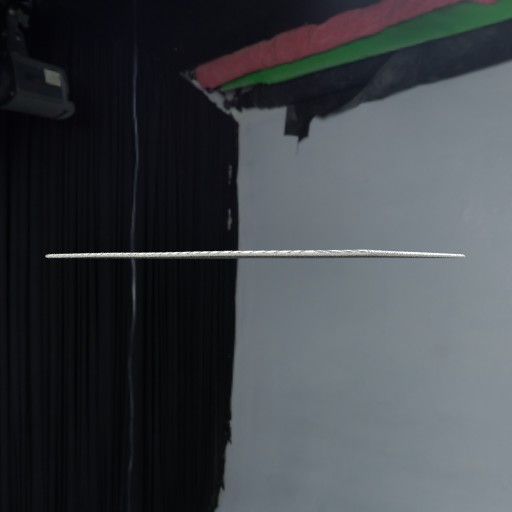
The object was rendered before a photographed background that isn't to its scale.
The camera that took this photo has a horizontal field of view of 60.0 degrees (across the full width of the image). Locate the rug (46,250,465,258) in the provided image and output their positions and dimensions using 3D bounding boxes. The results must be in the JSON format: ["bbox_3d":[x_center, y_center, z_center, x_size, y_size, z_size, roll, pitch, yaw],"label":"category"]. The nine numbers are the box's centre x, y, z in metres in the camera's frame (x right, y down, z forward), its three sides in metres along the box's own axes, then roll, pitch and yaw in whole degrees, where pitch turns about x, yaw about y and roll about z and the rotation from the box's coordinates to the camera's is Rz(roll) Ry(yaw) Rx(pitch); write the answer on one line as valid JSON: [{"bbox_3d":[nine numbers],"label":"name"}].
[{"bbox_3d":[0.000,0.000,3.218,2.449,0.028,1.829,0,-1,36],"label":"rug"}]
